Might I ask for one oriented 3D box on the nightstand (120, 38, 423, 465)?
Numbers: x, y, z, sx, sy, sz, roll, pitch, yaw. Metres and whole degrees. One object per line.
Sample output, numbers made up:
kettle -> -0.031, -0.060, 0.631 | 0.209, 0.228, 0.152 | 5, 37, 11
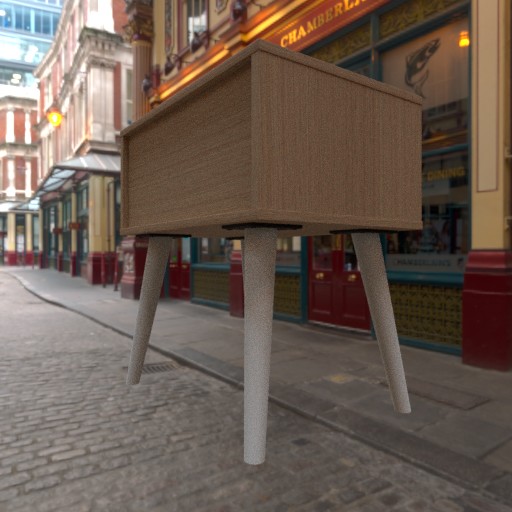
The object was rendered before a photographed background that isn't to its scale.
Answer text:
nightstand -> 0.000, 0.000, 0.971 | 0.407, 0.610, 0.571 | 0, 0, -36
